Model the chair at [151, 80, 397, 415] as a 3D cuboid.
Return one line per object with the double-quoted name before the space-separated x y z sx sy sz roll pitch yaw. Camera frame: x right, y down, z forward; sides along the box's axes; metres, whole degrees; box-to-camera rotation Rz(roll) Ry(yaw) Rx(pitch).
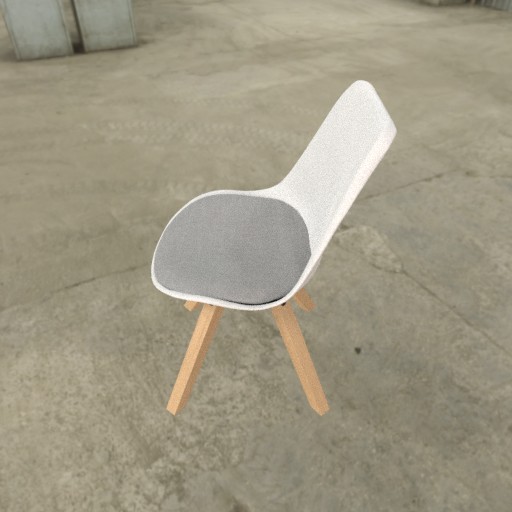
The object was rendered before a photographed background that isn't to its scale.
"chair" 0.000 0.000 1.194 0.550 0.850 0.485 0 41 0
